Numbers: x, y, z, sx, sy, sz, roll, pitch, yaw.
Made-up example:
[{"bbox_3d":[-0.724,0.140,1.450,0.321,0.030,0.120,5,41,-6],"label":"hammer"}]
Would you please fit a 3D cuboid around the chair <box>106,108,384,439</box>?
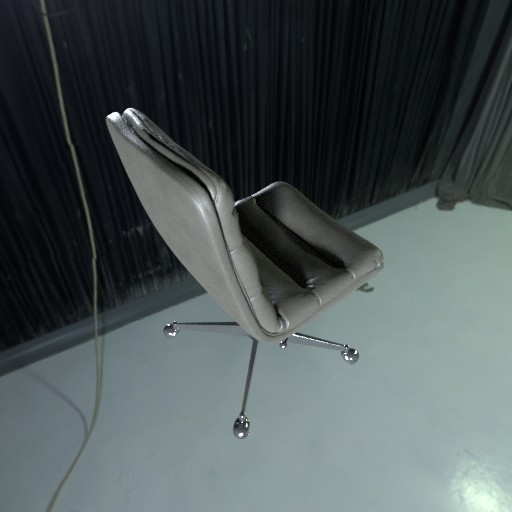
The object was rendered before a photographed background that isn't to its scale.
[{"bbox_3d":[0.000,0.000,1.056,0.485,0.738,0.422,-26,48,-26],"label":"chair"}]
